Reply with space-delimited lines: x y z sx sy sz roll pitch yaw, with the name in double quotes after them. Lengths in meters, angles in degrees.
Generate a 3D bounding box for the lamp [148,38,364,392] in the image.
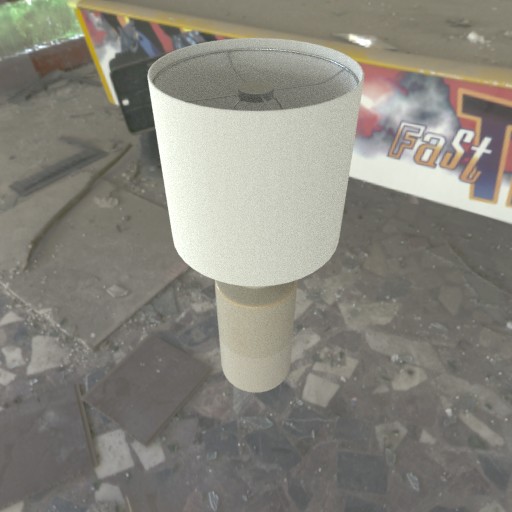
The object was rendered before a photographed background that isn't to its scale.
0.000 0.000 0.601 0.212 0.493 0.212 -13 43 -15 "lamp"
